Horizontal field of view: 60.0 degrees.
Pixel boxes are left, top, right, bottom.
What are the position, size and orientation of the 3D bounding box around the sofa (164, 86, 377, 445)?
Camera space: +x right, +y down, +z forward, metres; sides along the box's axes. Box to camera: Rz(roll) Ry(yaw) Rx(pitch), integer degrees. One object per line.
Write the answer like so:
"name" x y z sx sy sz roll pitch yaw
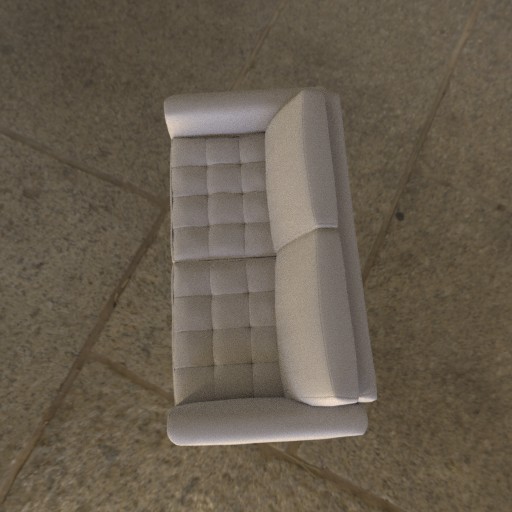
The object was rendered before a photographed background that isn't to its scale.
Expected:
"sofa" 0.000 0.000 2.755 1.121 0.930 2.177 -3 75 -1
